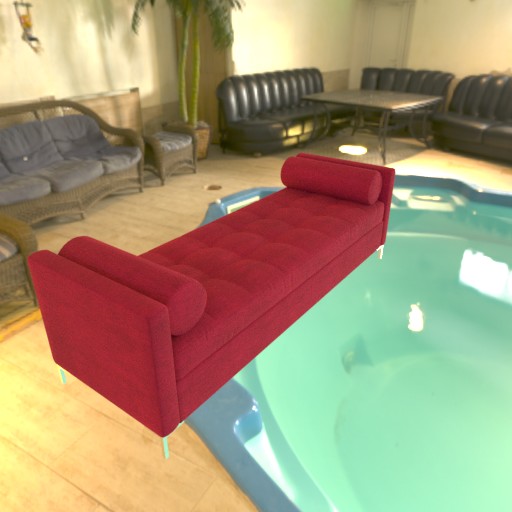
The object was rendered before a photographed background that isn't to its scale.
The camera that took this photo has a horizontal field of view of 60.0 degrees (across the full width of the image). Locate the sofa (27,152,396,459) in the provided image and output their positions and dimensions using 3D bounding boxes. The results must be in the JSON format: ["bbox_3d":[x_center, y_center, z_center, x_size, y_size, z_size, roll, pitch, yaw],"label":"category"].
[{"bbox_3d":[0.000,0.000,2.316,0.686,0.635,1.981,18,32,32],"label":"sofa"}]
